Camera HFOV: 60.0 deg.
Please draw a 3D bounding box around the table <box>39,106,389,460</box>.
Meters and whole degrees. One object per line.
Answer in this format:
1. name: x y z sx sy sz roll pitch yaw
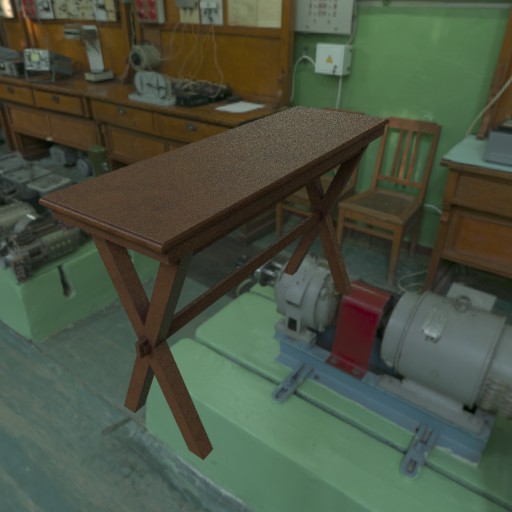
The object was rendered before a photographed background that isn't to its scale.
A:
1. table: 0.000 0.000 1.546 0.399 0.763 1.197 20 36 29
